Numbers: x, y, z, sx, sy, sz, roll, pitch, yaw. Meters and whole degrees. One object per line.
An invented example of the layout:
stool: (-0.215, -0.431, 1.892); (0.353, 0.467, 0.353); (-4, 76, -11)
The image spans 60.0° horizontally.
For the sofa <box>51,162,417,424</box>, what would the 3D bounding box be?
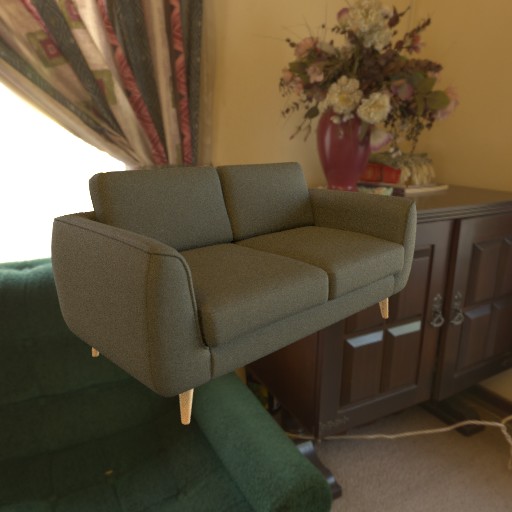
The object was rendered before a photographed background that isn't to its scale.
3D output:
sofa: (0.000, 0.000, 2.183); (1.700, 0.850, 0.920); (-14, 20, -43)
